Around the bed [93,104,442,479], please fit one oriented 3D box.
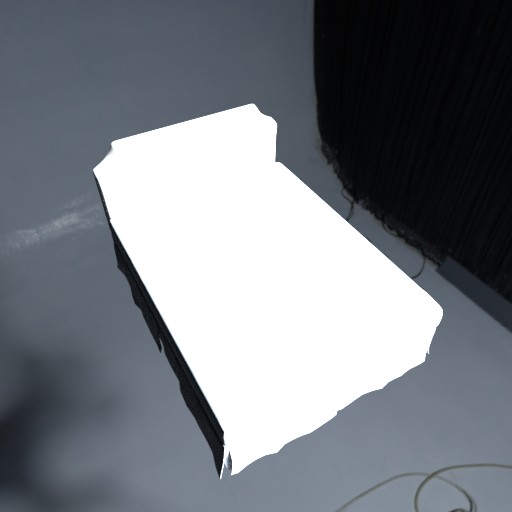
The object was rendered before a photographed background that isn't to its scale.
[{"bbox_3d":[0.000,0.000,3.670,1.977,1.293,2.498,-23,49,-21],"label":"bed"}]
